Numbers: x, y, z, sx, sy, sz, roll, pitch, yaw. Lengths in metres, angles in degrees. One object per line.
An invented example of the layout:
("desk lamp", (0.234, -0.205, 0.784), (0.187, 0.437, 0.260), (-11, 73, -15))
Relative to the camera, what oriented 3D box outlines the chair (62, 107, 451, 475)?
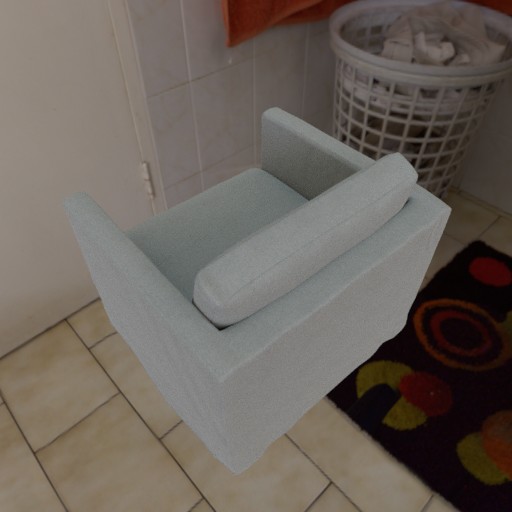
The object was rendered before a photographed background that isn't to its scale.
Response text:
("chair", (0.000, 0.000, 1.731), (1.057, 0.863, 0.949), (-32, 54, -27))
